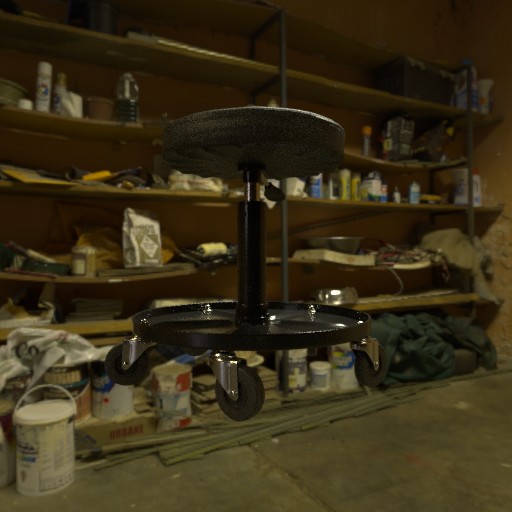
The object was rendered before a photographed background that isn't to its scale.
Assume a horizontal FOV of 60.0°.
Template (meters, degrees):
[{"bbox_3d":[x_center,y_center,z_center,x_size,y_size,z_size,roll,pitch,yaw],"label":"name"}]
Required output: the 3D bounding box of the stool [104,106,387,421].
[{"bbox_3d":[0.000,0.000,0.673,0.381,0.365,0.382,0,0,18],"label":"stool"}]
